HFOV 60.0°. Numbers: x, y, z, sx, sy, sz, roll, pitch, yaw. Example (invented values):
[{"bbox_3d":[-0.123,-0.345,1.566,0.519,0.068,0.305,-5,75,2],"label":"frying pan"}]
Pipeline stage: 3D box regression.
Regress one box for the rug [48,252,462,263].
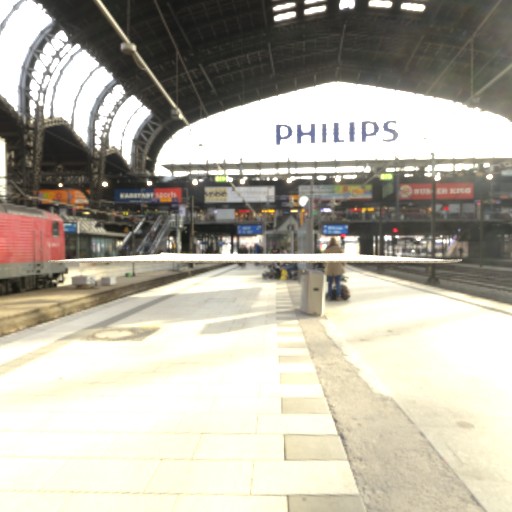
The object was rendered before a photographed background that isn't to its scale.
[{"bbox_3d":[0.000,0.000,3.872,2.277,0.035,2.897,0,1,0],"label":"rug"}]
